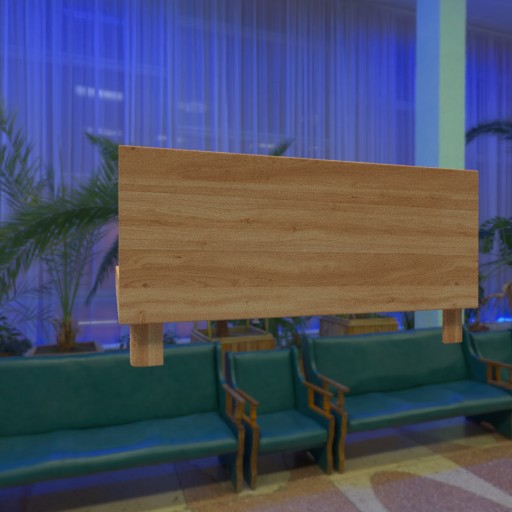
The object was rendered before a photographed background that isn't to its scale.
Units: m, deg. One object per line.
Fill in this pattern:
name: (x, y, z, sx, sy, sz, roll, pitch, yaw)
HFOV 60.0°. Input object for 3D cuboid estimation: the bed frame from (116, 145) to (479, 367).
bed frame: (0.000, 0.000, 3.122, 1.872, 0.940, 2.092, 0, 0, -18)
